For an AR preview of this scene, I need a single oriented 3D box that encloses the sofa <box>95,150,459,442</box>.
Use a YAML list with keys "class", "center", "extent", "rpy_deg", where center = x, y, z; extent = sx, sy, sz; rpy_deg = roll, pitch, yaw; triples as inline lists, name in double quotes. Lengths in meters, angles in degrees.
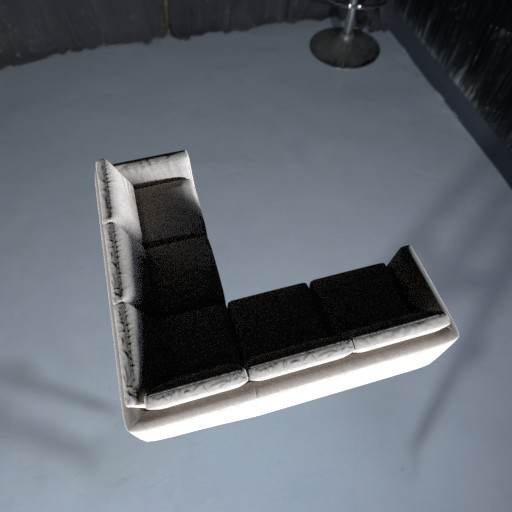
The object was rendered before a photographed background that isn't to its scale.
- class: "sofa"
  center: [0.000, 0.000, 3.802]
  extent: [2.438, 0.864, 2.438]
  rpy_deg: [-13, 58, -8]
